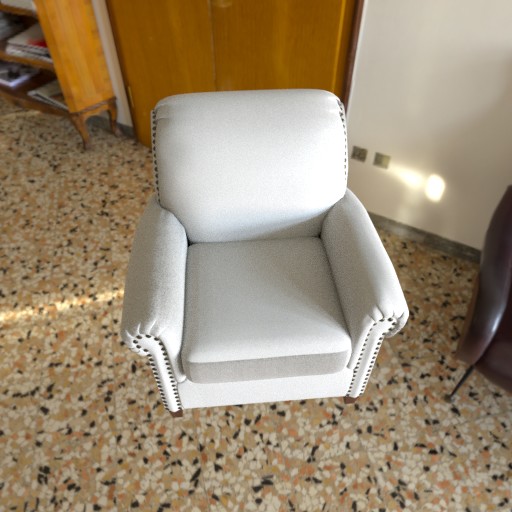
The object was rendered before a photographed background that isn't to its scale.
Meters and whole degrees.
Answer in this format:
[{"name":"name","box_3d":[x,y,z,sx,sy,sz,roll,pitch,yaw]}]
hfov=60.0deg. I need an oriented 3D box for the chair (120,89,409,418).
[{"name":"chair","box_3d":[0.000,0.000,1.629,0.854,0.927,0.890,-3,46,-3]}]
